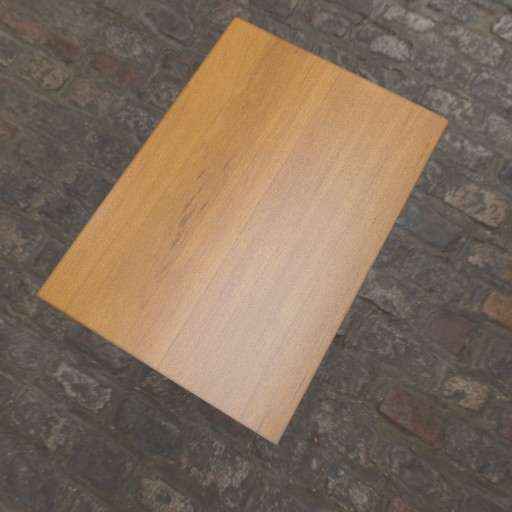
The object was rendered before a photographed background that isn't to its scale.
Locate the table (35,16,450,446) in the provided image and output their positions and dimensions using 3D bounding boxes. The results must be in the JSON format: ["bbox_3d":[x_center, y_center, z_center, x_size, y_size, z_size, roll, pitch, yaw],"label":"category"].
[{"bbox_3d":[0.000,0.000,0.951,0.400,0.605,0.550,29,77,7],"label":"table"}]
